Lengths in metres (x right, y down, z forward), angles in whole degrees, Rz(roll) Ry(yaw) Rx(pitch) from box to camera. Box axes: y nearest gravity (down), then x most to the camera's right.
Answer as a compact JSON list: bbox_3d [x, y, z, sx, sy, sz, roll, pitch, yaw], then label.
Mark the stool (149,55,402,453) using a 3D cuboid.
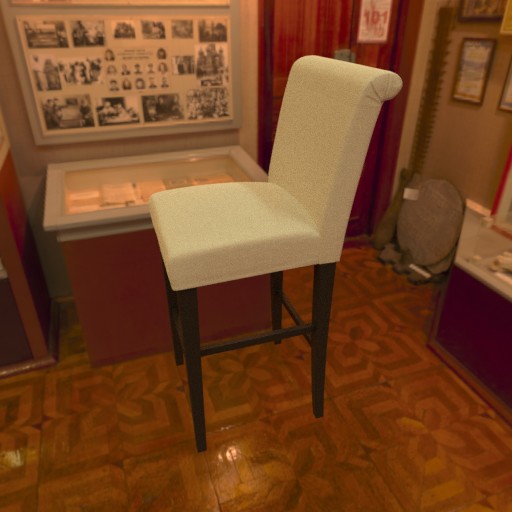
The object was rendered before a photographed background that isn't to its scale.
[{"bbox_3d":[0.000,0.000,1.415,0.597,1.124,0.452,-9,31,-16],"label":"stool"}]
